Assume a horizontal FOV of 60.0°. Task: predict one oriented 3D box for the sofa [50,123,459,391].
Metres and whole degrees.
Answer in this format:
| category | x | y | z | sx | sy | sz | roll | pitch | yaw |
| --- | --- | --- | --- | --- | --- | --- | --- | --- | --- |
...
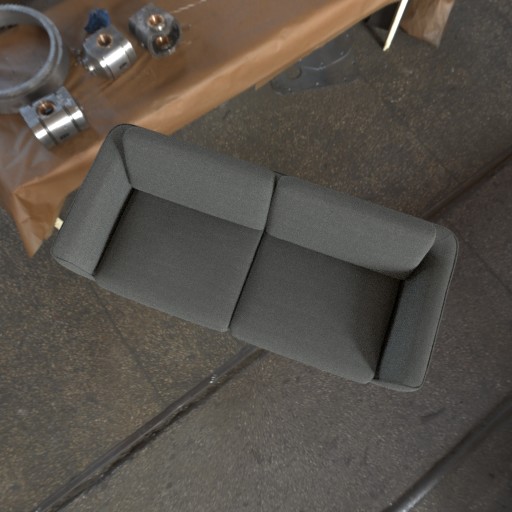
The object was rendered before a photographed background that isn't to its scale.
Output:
| category | x | y | z | sx | sy | sz | roll | pitch | yaw |
| --- | --- | --- | --- | --- | --- | --- | --- | --- | --- |
| sofa | 0.000 | 0.000 | 2.473 | 2.000 | 0.850 | 0.920 | 19 | 75 | 5 |
